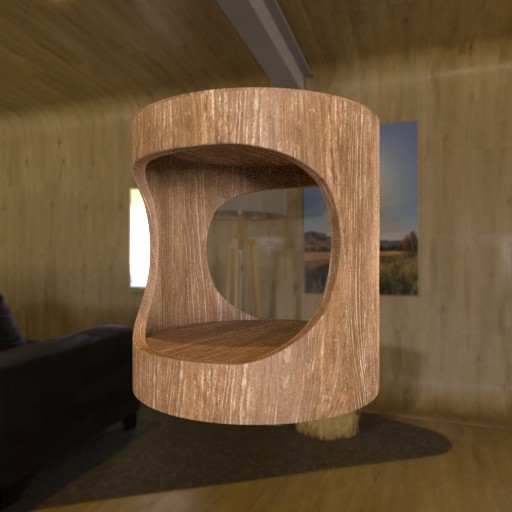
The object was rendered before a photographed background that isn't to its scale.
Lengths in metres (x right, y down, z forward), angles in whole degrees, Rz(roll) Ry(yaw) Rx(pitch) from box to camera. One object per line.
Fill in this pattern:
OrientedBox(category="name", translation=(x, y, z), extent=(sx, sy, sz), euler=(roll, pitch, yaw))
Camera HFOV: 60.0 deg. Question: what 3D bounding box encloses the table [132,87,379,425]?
OrientedBox(category="table", translation=(0.000, 0.000, 0.983), extent=(0.527, 0.551, 0.527), euler=(0, 0, 0))
